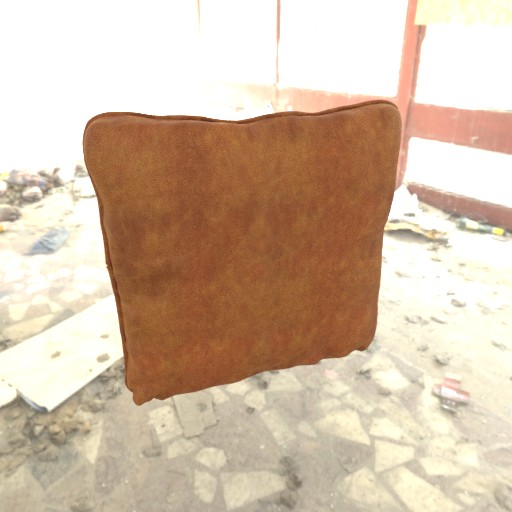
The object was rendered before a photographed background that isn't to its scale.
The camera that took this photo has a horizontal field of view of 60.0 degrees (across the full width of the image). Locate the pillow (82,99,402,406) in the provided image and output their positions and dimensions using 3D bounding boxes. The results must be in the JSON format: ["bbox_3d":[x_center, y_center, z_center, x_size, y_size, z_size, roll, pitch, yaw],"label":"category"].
[{"bbox_3d":[0.000,0.000,0.749,0.489,0.490,0.130,-9,27,-17],"label":"pillow"}]
